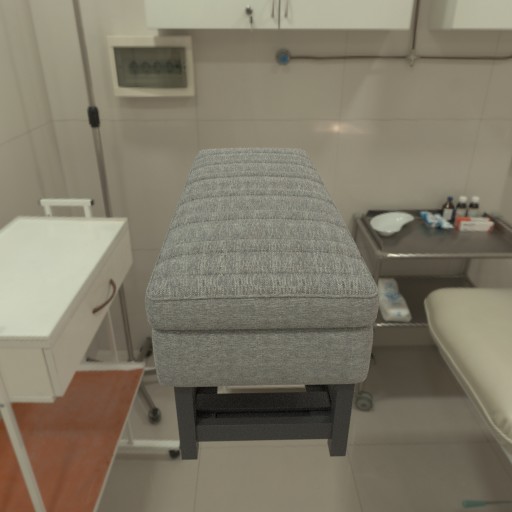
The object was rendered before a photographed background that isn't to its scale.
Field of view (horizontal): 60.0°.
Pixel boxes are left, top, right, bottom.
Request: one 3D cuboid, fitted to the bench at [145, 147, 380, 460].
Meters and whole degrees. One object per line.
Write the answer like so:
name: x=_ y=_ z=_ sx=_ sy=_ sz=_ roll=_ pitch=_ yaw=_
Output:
bench: x=0.000 y=0.000 z=1.330 sx=0.429 sy=0.470 sz=1.100 roll=-1 pitch=27 yaw=-1
